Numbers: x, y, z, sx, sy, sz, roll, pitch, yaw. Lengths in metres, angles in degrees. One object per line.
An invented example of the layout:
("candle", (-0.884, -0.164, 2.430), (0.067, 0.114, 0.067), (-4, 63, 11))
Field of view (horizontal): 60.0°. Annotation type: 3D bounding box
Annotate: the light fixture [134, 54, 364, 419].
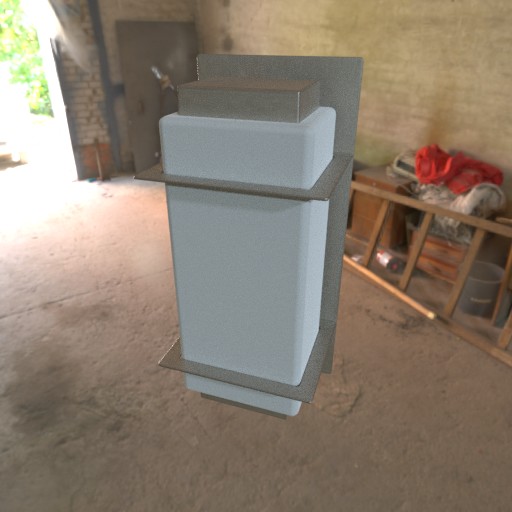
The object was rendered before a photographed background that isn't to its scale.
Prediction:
("light fixture", (0.000, 0.000, 0.468), (0.168, 0.380, 0.160), (9, 29, 17))
